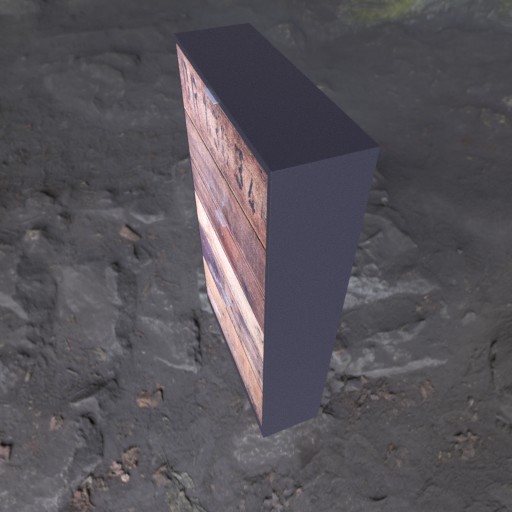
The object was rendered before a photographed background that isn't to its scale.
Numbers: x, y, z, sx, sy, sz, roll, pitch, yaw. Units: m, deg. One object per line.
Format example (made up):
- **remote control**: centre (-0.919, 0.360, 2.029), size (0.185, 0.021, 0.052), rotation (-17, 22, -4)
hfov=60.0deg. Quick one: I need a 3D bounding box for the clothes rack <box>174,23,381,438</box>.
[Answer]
- **clothes rack**: centre (0.000, 0.000, 1.572), size (0.250, 1.280, 0.750), rotation (-16, 48, -15)
